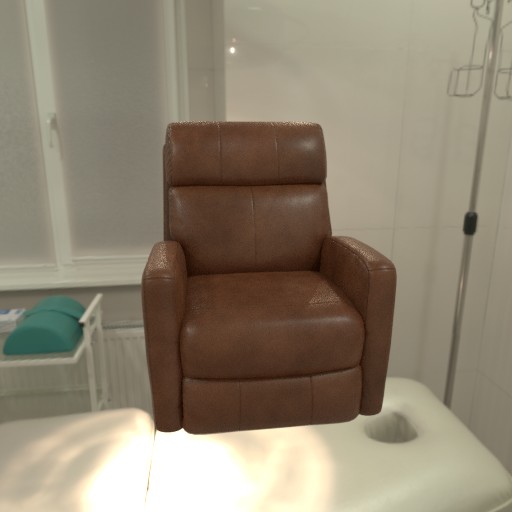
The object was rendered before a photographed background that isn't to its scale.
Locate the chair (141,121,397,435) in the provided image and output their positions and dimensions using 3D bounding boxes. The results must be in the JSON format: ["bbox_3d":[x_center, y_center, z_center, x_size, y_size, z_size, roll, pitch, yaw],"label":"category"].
[{"bbox_3d":[0.000,0.000,1.709,0.787,1.016,0.939,-2,15,-7],"label":"chair"}]
